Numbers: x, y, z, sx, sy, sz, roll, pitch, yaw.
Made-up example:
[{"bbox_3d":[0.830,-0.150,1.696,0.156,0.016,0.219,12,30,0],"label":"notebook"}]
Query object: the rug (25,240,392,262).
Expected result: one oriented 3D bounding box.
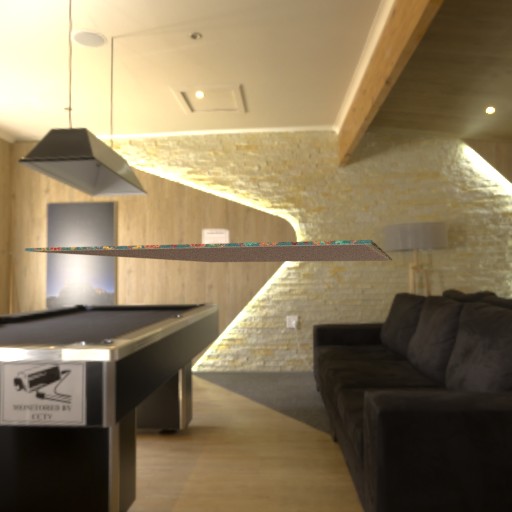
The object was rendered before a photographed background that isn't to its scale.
[{"bbox_3d":[0.000,0.000,4.305,2.434,0.025,3.204,-1,-2,19],"label":"rug"}]
